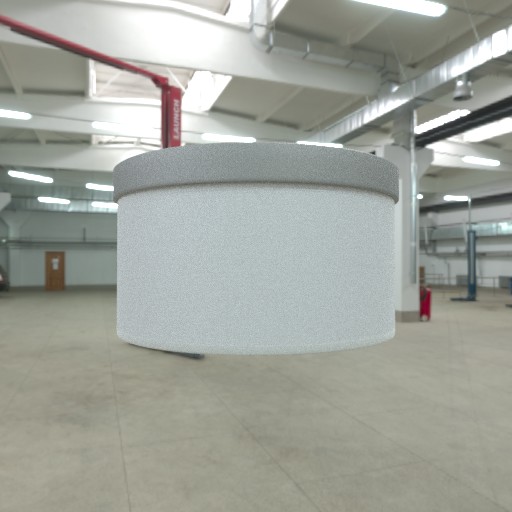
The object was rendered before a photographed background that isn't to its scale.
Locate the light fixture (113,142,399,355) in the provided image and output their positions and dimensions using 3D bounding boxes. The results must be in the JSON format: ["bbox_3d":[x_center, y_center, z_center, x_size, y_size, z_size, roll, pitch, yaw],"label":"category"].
[{"bbox_3d":[0.000,0.000,0.639,0.393,0.229,0.393,0,-1,0],"label":"light fixture"}]
